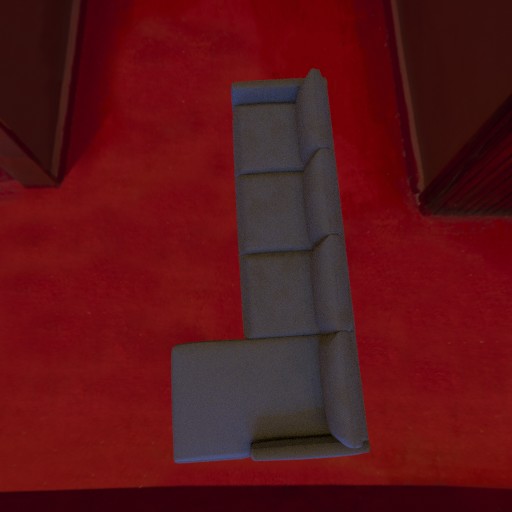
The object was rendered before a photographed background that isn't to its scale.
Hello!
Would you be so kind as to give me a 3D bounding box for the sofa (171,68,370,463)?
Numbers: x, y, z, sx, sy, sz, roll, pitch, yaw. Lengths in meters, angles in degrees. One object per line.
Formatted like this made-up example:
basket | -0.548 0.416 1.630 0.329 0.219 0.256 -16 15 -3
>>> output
sofa | 0.000 0.000 3.222 1.255 0.756 2.725 -3 75 -1
